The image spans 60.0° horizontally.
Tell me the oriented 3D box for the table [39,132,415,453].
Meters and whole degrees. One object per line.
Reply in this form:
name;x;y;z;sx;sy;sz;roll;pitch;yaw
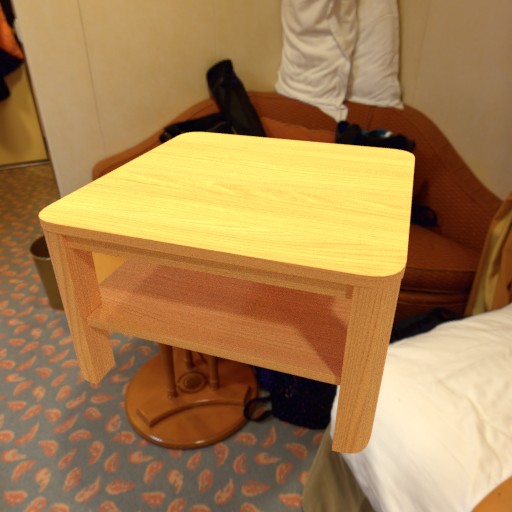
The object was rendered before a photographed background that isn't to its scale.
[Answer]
table;0.000;0.000;1.226;0.750;0.450;0.750;9;31;16
